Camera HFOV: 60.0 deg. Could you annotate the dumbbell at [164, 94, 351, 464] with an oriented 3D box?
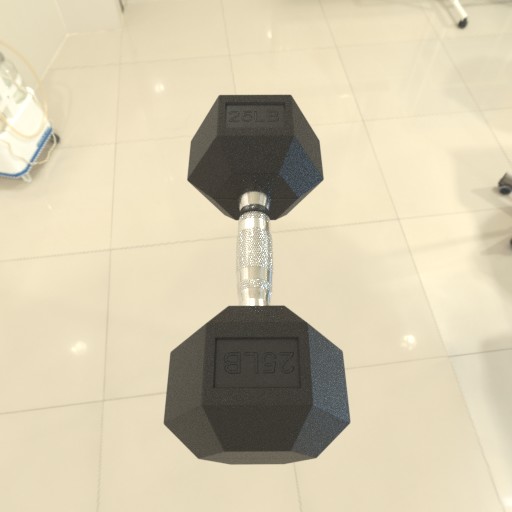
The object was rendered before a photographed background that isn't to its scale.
[{"bbox_3d":[0.000,0.000,0.376,0.129,0.113,0.315,0,59,0],"label":"dumbbell"}]
